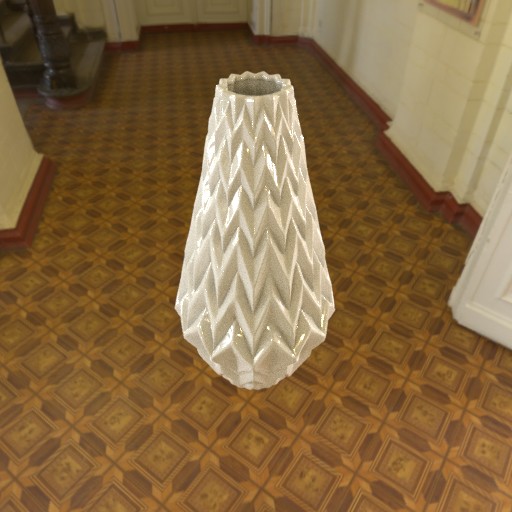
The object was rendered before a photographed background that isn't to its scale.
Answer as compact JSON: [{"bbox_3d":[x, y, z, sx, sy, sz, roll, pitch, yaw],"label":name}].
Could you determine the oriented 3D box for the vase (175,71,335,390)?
[{"bbox_3d":[0.000,0.000,0.426,0.167,0.328,0.167,0,41,0],"label":"vase"}]
